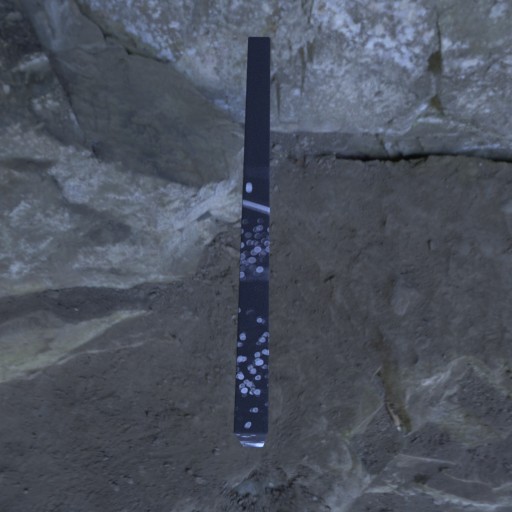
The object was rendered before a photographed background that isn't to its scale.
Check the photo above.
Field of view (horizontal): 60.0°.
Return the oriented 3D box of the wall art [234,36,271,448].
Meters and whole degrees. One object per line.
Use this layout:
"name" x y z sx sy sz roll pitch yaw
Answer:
"wall art" 0.000 0.000 0.784 0.037 0.406 0.609 1 65 0
